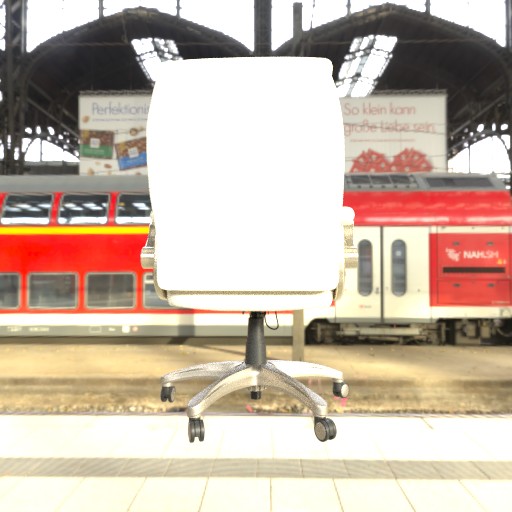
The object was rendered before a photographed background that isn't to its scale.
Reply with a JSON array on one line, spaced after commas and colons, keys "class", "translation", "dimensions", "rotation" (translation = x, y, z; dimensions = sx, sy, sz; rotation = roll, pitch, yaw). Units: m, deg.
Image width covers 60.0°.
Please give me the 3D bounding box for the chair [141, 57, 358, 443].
[{"class": "chair", "translation": [0.000, 0.000, 1.599], "dimensions": [0.740, 1.110, 0.794], "rotation": [0, -1, 0]}]
